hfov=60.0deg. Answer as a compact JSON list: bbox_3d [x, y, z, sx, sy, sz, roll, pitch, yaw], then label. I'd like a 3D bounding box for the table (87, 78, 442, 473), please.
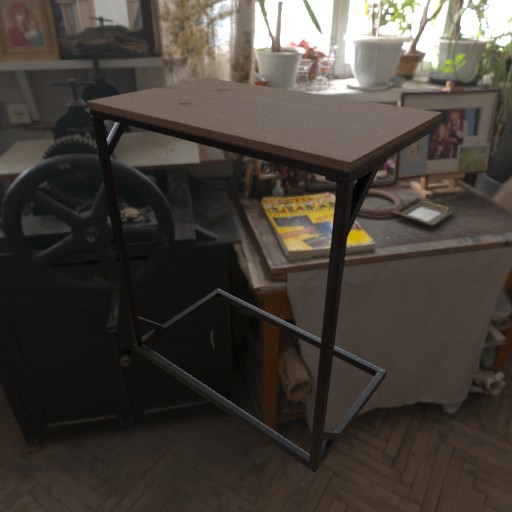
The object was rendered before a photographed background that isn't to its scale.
[{"bbox_3d":[0.000,0.000,1.029,0.597,0.673,0.351,22,38,32],"label":"table"}]
